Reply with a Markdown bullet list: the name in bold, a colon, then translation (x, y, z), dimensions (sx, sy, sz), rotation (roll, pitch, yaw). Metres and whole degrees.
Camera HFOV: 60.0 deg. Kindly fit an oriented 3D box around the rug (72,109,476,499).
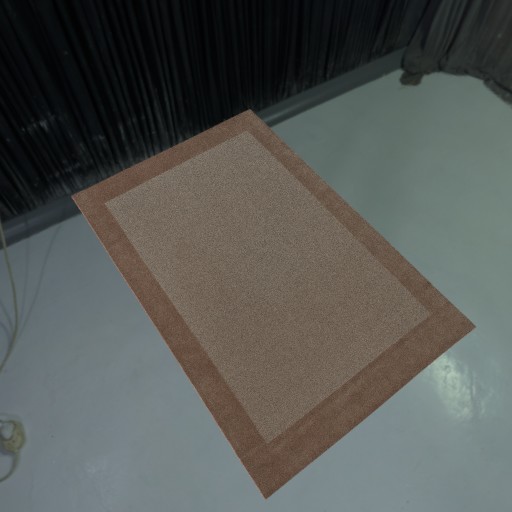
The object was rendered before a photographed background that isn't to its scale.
- **rug**: translation (0.000, 0.000, 2.269), dimensions (1.219, 0.014, 1.829), rotation (-32, 64, -18)
